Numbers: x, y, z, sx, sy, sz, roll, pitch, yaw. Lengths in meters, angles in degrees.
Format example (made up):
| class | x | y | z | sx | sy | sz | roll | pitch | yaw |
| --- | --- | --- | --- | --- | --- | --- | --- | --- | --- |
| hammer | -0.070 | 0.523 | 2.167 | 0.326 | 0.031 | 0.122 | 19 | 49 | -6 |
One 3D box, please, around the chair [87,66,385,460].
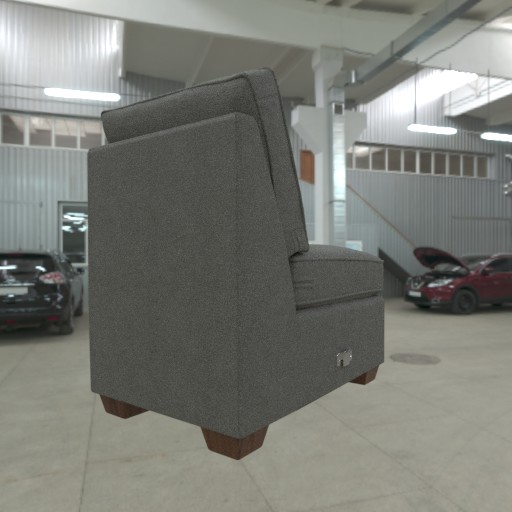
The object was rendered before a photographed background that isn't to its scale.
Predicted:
| class | x | y | z | sx | sy | sz | roll | pitch | yaw |
| --- | --- | --- | --- | --- | --- | --- | --- | --- | --- |
| chair | 0.000 | 0.000 | 1.551 | 0.621 | 0.970 | 0.938 | 0 | 0 | 37 |
